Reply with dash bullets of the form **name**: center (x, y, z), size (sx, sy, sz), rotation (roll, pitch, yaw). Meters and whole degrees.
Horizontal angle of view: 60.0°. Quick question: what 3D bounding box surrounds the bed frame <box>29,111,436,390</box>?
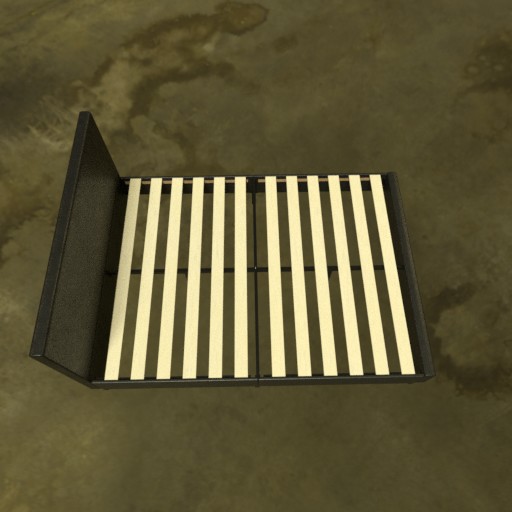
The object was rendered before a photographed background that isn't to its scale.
- **bed frame**: center (0.000, 0.000, 3.088), size (2.318, 1.127, 1.634), rotation (-1, 64, 0)
